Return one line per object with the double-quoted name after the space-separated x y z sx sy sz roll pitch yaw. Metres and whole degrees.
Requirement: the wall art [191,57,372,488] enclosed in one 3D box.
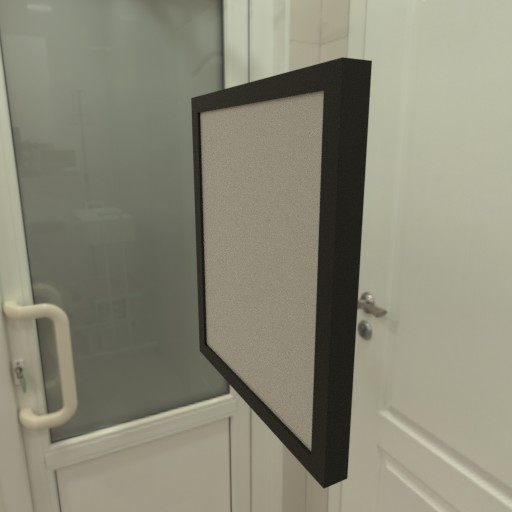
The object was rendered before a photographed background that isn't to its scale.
0.000 0.000 0.524 0.029 0.381 0.330 -7 16 -27 "wall art"
